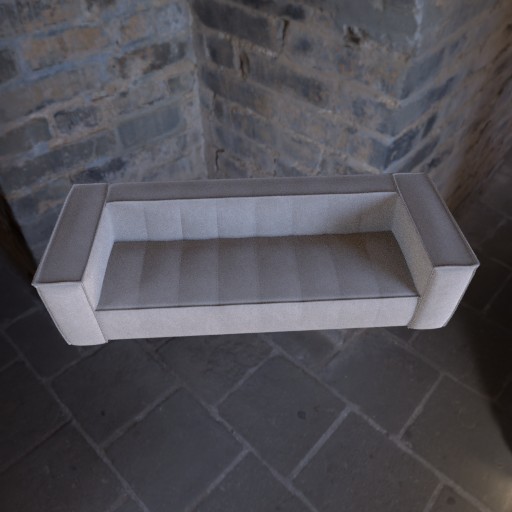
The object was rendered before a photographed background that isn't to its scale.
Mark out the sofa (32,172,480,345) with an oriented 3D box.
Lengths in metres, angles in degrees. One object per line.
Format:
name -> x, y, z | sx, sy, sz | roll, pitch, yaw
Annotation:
sofa -> 0.000, 0.000, 3.179 | 2.697, 0.680, 1.038 | -2, 46, -2
